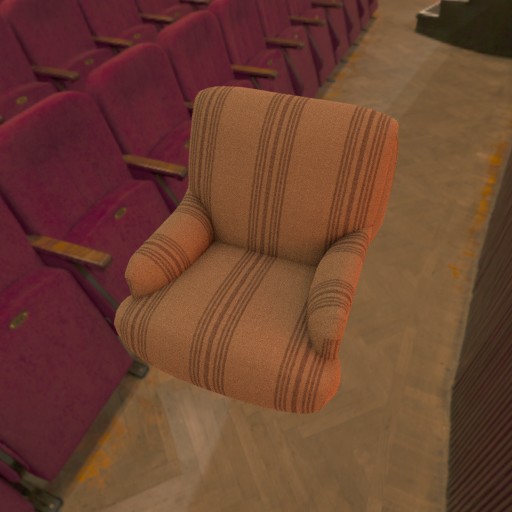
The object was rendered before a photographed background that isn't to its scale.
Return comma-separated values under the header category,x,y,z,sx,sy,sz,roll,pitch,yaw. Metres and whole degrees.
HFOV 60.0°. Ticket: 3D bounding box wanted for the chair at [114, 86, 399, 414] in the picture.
category,x,y,z,sx,sy,sz,roll,pitch,yaw
chair,0.000,0.000,1.637,0.813,0.940,0.914,15,44,15
